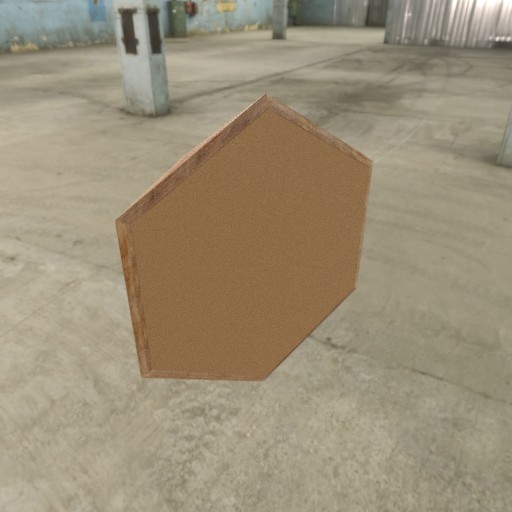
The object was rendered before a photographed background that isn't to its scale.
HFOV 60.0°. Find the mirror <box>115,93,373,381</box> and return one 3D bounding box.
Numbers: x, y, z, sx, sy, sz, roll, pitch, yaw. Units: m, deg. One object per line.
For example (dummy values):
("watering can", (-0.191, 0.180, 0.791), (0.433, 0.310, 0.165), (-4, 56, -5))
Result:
("mirror", (0.000, 0.000, 1.101), (0.675, 0.779, 0.091), (-18, 33, -29))
